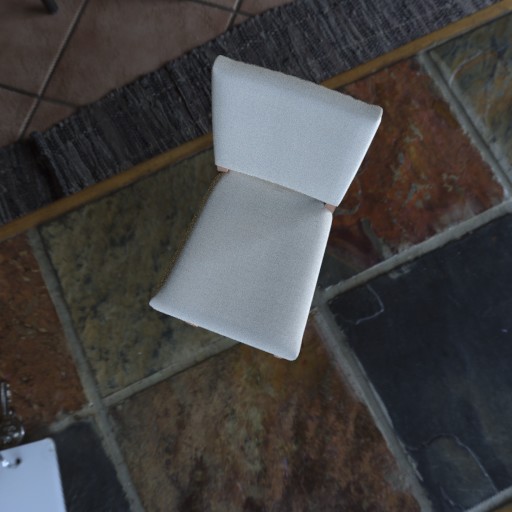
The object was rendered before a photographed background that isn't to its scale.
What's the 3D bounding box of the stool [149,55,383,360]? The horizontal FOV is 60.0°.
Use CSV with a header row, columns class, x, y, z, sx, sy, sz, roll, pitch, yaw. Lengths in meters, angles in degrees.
class,x,y,z,sx,sy,sz,roll,pitch,yaw
stool,0.000,0.000,1.421,0.428,1.143,0.546,20,78,5
